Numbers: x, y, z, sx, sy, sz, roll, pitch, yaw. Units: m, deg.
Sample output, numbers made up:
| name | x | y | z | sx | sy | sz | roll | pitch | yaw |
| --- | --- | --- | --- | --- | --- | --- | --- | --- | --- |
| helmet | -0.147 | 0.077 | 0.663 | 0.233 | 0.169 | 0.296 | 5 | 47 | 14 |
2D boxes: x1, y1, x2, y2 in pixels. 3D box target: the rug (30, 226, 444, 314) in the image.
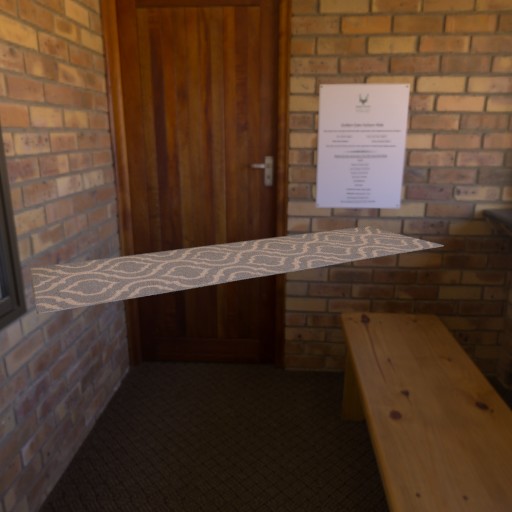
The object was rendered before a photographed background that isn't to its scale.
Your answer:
| name | x | y | z | sx | sy | sz | roll | pitch | yaw |
| --- | --- | --- | --- | --- | --- | --- | --- | --- | --- |
| rug | 0.000 | 0.000 | 2.504 | 2.275 | 0.009 | 0.684 | -8 | 17 | -27 |
